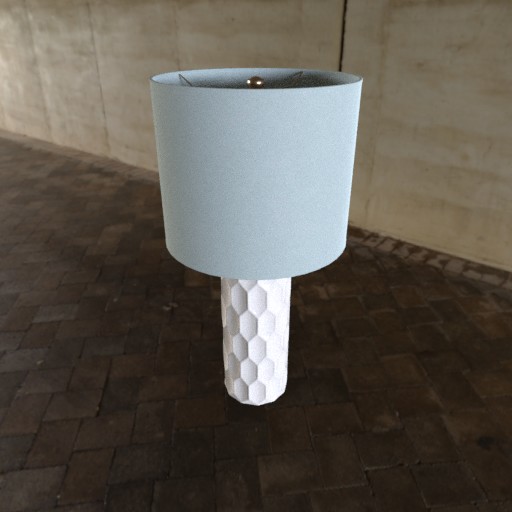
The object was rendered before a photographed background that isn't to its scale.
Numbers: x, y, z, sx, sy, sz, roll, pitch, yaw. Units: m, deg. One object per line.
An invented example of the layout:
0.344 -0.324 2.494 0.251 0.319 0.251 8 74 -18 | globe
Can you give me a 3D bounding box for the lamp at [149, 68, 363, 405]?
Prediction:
0.000 0.000 0.708 0.277 0.534 0.277 -9 29 -17 | lamp
